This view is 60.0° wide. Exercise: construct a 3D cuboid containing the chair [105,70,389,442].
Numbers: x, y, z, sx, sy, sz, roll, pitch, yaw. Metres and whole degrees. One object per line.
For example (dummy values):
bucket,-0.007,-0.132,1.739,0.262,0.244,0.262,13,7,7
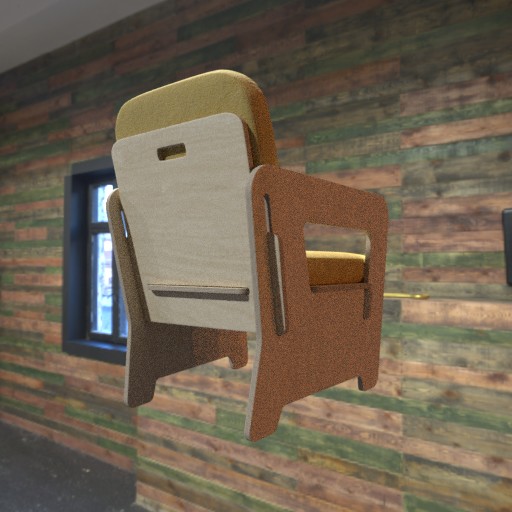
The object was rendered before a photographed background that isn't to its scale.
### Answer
chair,0.000,0.000,1.294,0.590,0.800,0.710,-1,-2,35
